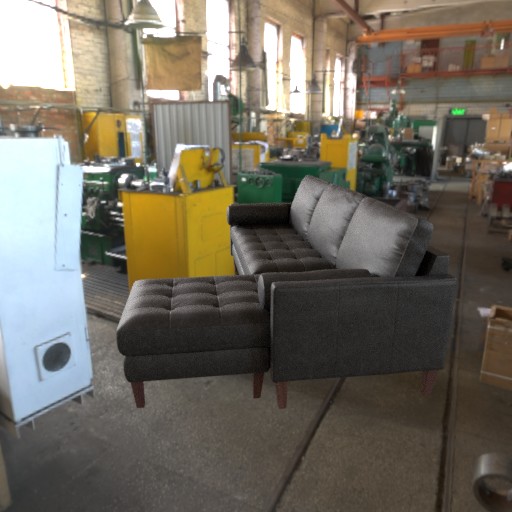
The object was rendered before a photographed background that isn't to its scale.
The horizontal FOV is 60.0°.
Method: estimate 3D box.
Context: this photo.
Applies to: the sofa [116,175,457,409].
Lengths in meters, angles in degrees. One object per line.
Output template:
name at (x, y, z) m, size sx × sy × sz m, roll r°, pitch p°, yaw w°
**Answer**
sofa at (0.000, 0.000, 2.925) m, size 1.497 × 0.876 × 2.178 m, roll -2°, pitch 16°, yaw -8°
